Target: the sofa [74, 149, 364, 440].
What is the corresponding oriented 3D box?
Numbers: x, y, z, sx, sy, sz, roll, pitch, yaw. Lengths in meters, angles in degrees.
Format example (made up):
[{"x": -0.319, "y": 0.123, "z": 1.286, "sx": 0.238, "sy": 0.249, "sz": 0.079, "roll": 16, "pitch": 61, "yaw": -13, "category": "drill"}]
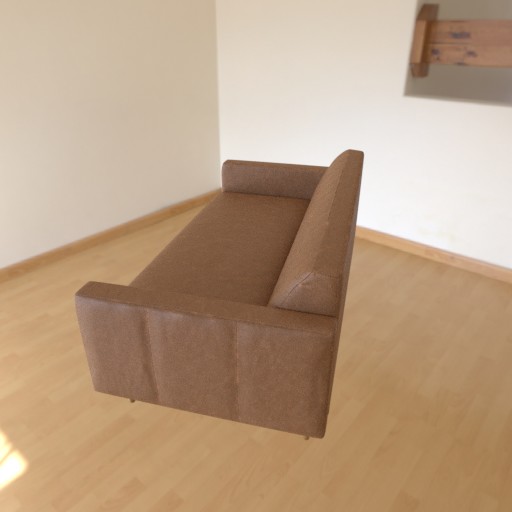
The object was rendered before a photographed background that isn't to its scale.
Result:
[{"x": 0.000, "y": 0.000, "z": 2.393, "sx": 0.993, "sy": 0.821, "sz": 1.847, "roll": 7, "pitch": 29, "yaw": 13, "category": "sofa"}]
